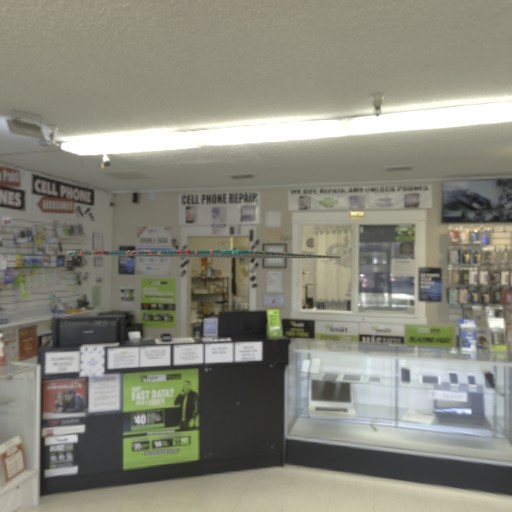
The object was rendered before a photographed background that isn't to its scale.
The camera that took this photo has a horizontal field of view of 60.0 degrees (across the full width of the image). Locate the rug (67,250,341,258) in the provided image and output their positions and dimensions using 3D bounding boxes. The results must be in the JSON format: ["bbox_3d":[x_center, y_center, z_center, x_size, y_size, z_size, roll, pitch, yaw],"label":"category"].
[{"bbox_3d":[0.000,0.000,2.539,0.686,0.013,2.286,0,-1,18],"label":"rug"}]
